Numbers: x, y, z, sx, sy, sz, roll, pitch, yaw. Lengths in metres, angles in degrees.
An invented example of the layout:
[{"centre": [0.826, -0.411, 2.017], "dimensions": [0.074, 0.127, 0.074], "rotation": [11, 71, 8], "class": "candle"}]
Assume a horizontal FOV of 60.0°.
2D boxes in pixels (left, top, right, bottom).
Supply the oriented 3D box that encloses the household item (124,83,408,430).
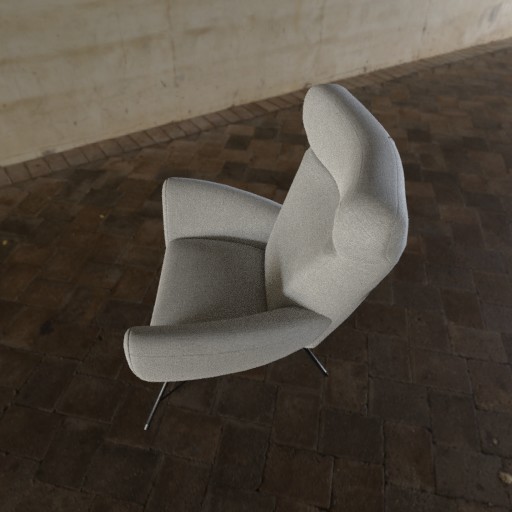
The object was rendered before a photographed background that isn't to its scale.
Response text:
[{"centre": [0.000, 0.000, 1.708], "dimensions": [0.900, 1.050, 0.980], "rotation": [-1, 41, -1], "class": "household item"}]
